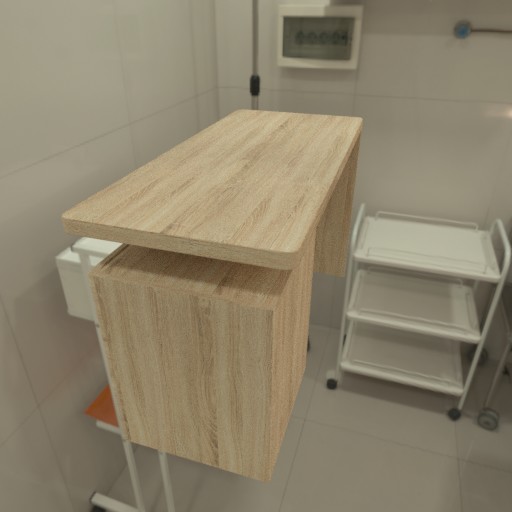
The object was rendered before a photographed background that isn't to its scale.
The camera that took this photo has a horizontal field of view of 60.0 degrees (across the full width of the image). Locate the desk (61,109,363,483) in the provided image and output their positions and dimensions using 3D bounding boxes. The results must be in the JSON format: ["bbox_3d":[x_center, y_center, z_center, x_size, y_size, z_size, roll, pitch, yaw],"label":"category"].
[{"bbox_3d":[0.000,0.000,1.599,0.550,0.760,1.200,9,31,15],"label":"desk"}]
